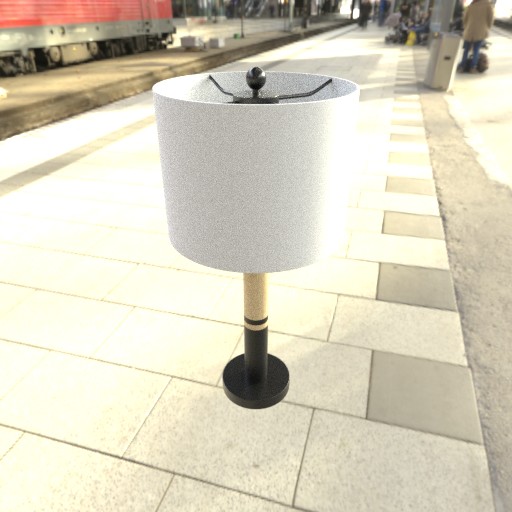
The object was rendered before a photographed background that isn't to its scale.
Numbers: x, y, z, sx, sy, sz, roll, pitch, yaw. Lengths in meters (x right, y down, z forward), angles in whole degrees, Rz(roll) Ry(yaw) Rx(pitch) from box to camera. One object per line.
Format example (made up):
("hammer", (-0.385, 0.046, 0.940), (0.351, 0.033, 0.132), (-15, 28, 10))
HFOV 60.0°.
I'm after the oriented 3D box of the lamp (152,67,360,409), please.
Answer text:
("lamp", (0.000, 0.000, 0.810), (0.305, 0.640, 0.305), (7, 30, 12))
